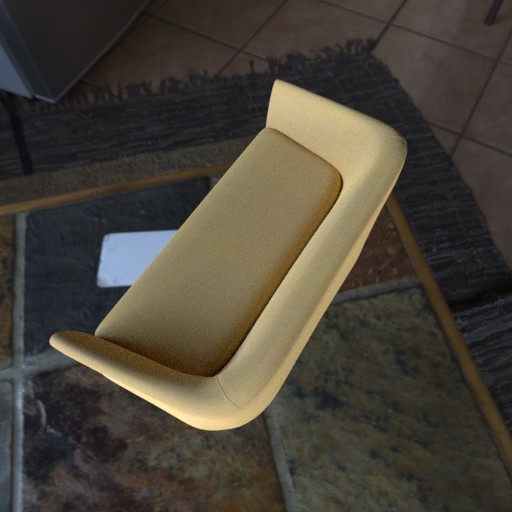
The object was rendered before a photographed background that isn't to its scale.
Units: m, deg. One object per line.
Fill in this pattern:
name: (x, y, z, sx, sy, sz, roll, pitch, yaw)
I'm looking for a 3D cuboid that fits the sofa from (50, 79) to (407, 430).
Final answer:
sofa: (0.000, 0.000, 1.830, 0.705, 0.721, 1.452, 29, 66, 14)
